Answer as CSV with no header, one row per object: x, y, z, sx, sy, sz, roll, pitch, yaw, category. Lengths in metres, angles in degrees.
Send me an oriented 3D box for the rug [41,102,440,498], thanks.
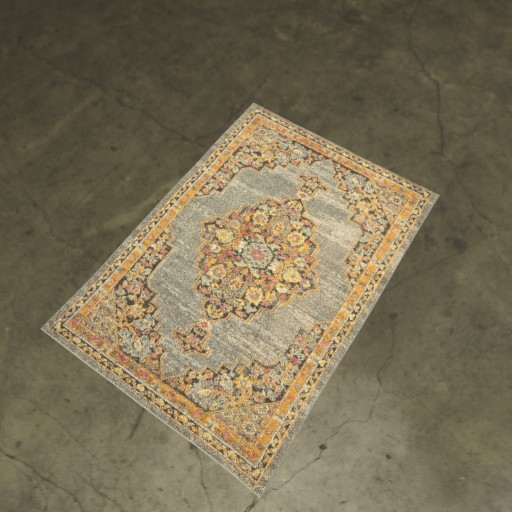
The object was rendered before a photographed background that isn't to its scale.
0.000,0.000,3.903,2.158,0.024,3.063,31,67,15,rug
